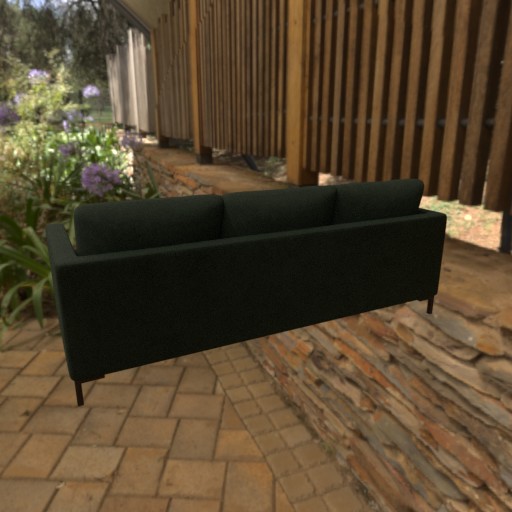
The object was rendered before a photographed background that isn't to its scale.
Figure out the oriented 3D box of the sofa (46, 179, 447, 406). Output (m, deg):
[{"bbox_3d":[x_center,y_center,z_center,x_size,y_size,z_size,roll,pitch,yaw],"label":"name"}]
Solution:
[{"bbox_3d":[0.000,0.000,2.655,2.218,0.870,0.859,-8,19,-26],"label":"sofa"}]
